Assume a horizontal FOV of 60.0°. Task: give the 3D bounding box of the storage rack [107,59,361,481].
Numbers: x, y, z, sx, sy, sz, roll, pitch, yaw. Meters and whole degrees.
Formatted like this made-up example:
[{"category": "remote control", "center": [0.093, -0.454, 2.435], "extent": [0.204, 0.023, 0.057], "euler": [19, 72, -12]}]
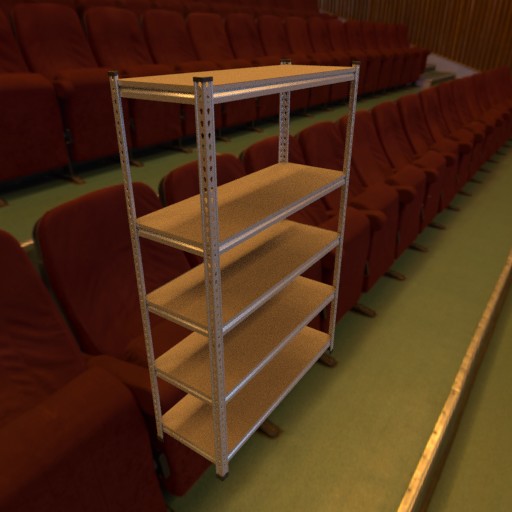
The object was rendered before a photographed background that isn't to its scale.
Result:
[{"category": "storage rack", "center": [0.000, 0.000, 2.315], "extent": [0.457, 1.829, 1.219], "euler": [17, 31, 31]}]
